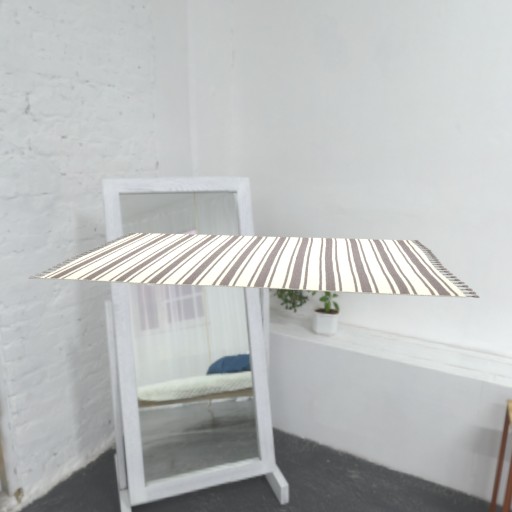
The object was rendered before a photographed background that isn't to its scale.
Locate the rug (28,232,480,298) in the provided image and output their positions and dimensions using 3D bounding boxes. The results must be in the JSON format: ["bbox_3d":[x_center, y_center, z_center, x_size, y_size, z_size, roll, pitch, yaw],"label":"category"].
[{"bbox_3d":[0.000,0.000,2.592,2.096,0.011,1.229,2,13,8],"label":"rug"}]
